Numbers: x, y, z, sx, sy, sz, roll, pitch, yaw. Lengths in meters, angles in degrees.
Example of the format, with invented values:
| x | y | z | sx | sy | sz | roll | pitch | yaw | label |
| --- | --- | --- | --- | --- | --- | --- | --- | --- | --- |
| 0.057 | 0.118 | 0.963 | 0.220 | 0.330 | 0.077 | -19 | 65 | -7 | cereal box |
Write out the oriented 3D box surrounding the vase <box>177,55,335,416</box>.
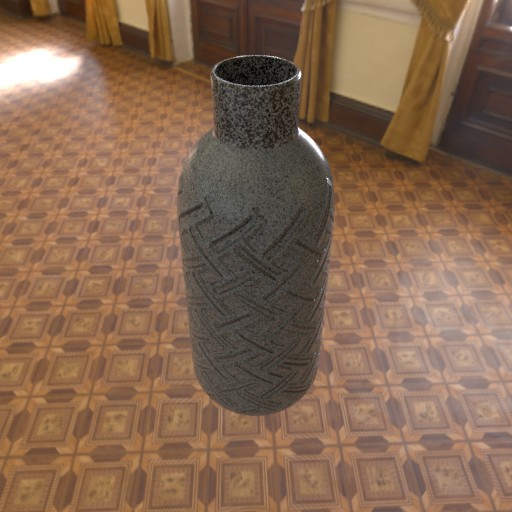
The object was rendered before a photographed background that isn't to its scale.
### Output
| x | y | z | sx | sy | sz | roll | pitch | yaw | label |
| --- | --- | --- | --- | --- | --- | --- | --- | --- | --- |
| 0.000 | 0.000 | 0.344 | 0.122 | 0.282 | 0.122 | 0 | 42 | 0 | vase |
